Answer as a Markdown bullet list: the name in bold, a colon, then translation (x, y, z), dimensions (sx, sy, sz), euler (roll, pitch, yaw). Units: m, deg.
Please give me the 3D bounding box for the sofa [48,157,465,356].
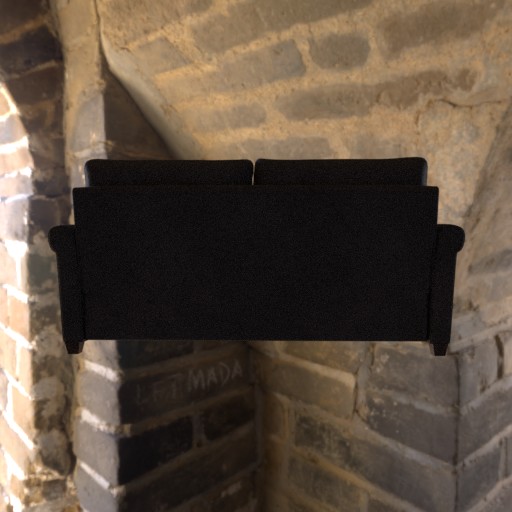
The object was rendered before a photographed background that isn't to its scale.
- **sofa**: translation (0.000, 0.000, 2.376), dimensions (1.935, 0.942, 0.842), euler (0, 0, 1)
